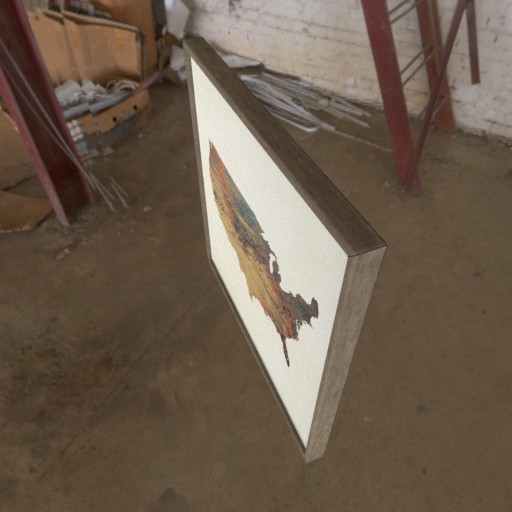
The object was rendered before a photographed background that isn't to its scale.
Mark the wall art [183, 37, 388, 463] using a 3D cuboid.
[{"bbox_3d":[0.000,0.000,1.070,0.050,0.751,0.749,-17,49,-16],"label":"wall art"}]
